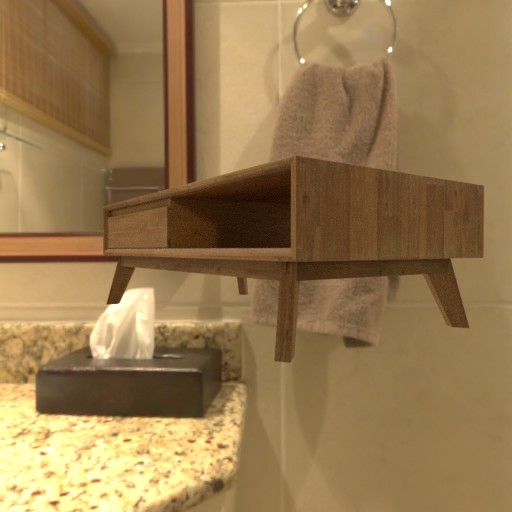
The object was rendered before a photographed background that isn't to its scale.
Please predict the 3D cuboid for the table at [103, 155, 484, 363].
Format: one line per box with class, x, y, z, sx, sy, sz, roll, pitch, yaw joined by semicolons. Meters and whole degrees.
table;0.000;0.000;2.030;0.918;0.531;1.619;-1;1;-35
